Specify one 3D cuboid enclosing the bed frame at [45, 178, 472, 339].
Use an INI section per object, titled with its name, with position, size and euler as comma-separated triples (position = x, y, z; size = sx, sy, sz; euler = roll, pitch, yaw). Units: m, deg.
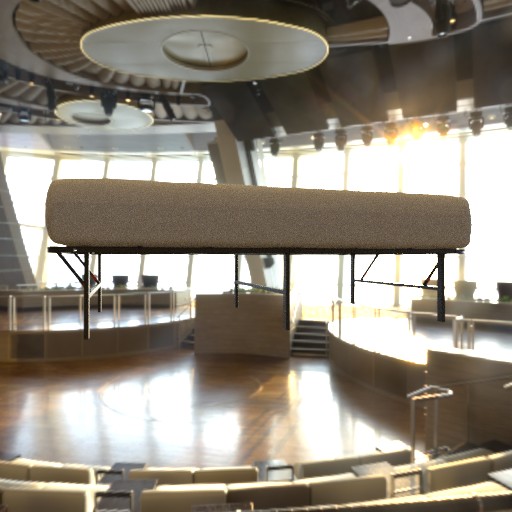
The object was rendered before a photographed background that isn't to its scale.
[bed frame]
position = 0.000, 0.000, 2.353
size = 1.908, 0.640, 1.025
euler = 0, 0, -16
